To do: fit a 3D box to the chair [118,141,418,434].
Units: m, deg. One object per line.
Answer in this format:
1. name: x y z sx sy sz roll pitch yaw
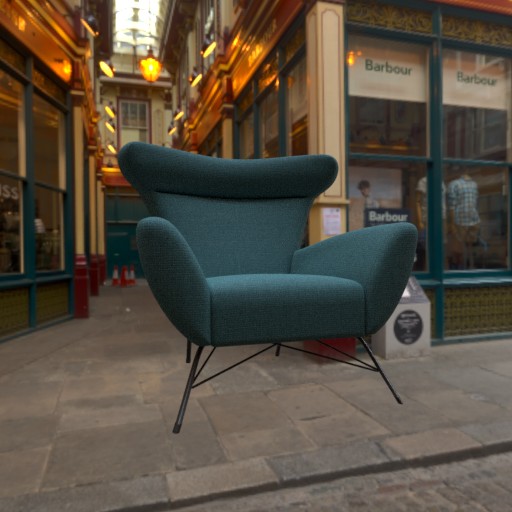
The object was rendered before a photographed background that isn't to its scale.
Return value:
1. chair: 0.000 0.000 1.784 1.050 0.980 0.900 0 1 -18
